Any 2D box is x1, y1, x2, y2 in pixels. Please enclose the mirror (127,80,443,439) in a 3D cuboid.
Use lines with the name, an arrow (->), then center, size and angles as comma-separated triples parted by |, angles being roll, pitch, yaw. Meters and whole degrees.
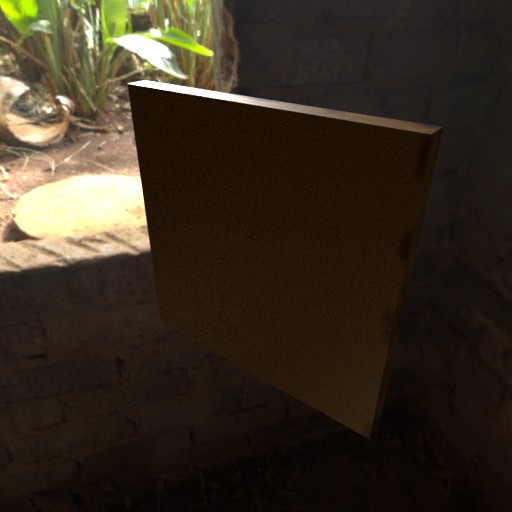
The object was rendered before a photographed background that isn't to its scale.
mirror -> 0.000, 0.000, 0.752 | 0.509, 0.507, 0.042 | 21, 37, 31
